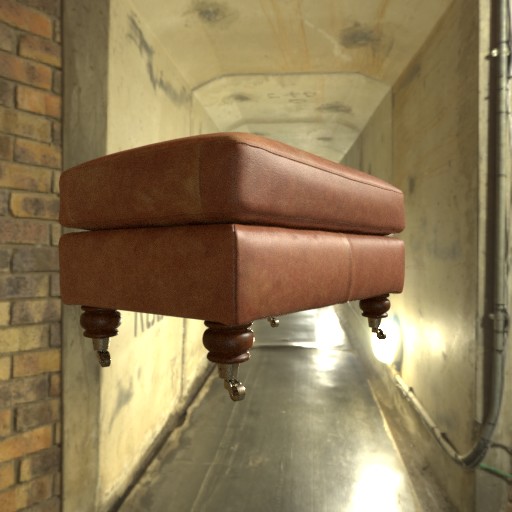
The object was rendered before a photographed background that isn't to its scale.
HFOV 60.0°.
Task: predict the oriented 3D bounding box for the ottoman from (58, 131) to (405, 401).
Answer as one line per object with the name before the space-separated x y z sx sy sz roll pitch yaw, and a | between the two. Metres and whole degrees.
ottoman | 0.000 0.000 1.191 0.565 0.507 0.852 0 0 37
